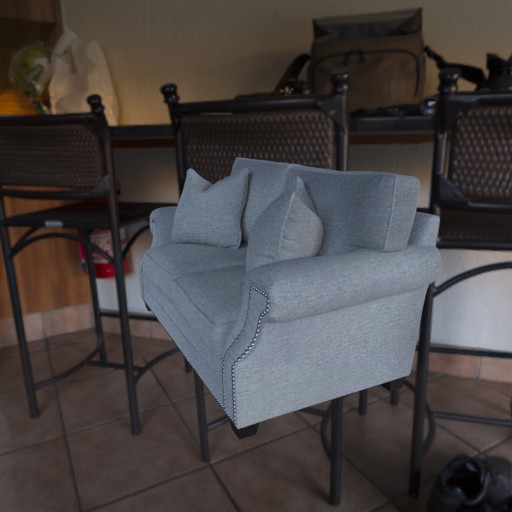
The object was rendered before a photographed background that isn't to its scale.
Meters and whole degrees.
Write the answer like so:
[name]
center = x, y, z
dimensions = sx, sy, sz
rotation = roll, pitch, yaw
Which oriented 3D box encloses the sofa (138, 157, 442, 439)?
[sofa]
center = 0.000, 0.000, 2.369
dimensions = 0.966, 0.966, 1.701
rotation = -7, 17, -26
